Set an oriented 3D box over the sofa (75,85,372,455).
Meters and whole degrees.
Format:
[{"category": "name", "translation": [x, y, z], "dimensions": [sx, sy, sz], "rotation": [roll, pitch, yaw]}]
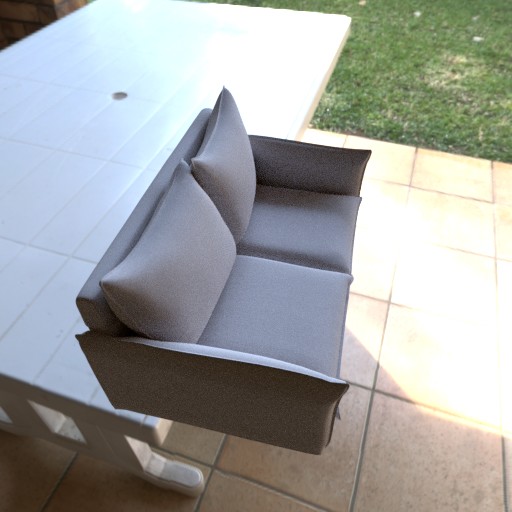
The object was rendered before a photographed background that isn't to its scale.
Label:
[{"category": "sofa", "translation": [0.000, 0.000, 1.809], "dimensions": [0.820, 0.840, 1.300], "rotation": [10, 46, 9]}]
